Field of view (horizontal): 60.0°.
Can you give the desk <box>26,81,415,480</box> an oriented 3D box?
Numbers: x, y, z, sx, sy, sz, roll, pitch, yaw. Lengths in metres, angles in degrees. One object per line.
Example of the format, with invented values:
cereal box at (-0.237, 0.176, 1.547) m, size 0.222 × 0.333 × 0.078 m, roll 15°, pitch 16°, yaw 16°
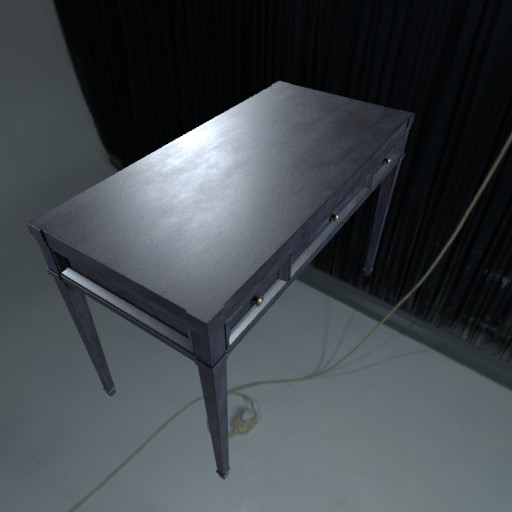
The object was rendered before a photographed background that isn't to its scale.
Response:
desk at (0.000, 0.000, 1.750) m, size 0.630 × 0.861 × 1.289 m, roll 24°, pitch 47°, yaw 25°
